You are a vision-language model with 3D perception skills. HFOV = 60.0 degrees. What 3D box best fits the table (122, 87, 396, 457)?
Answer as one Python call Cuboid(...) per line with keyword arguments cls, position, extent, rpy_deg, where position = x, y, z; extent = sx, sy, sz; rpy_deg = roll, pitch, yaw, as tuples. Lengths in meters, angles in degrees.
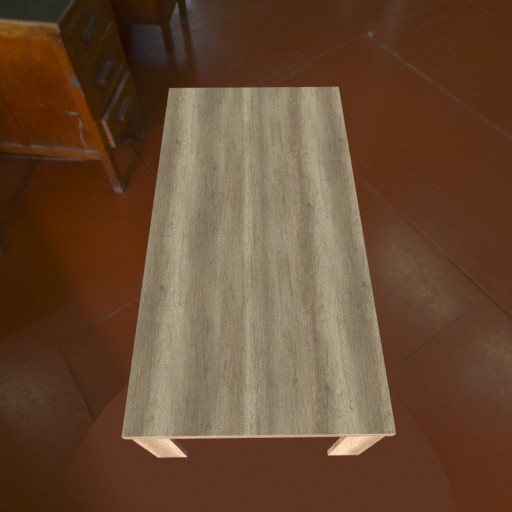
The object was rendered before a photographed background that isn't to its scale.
Cuboid(cls="table", position=(0.000, 0.000, 1.676), extent=(0.700, 0.460, 1.350), rpy_deg=(-1, 59, 0))
